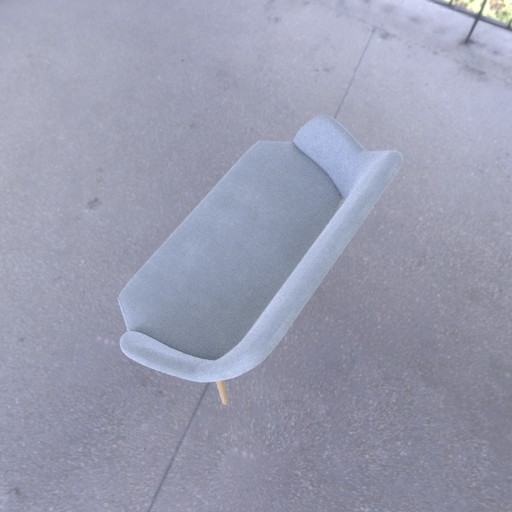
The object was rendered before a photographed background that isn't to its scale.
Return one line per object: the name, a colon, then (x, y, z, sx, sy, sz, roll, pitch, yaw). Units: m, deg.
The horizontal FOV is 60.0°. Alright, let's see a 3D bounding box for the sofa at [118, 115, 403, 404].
sofa: (0.000, 0.000, 1.694, 0.610, 0.840, 1.150, 32, 68, 15)
